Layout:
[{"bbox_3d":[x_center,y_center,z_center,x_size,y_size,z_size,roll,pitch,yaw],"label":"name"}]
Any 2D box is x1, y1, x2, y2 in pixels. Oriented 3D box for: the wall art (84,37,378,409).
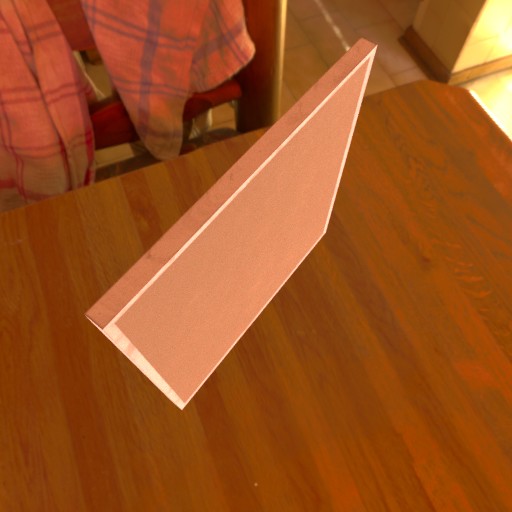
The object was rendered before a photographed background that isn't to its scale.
[{"bbox_3d":[0.000,0.000,1.107,0.038,0.757,0.760,34,68,16],"label":"wall art"}]
